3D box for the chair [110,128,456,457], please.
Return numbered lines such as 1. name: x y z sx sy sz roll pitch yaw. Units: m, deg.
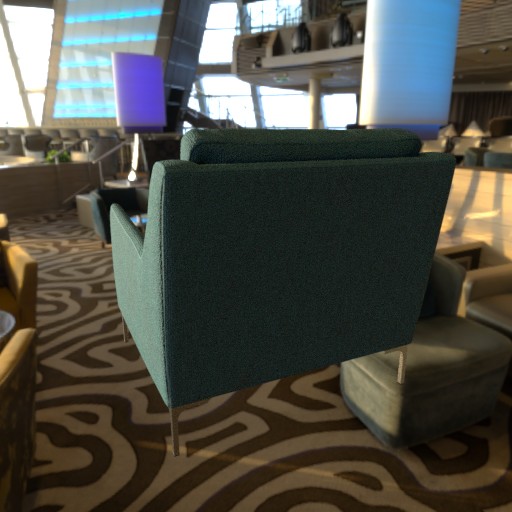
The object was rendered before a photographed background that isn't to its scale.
1. chair: 0.000 0.000 1.494 0.847 0.828 0.849 -8 18 -25
